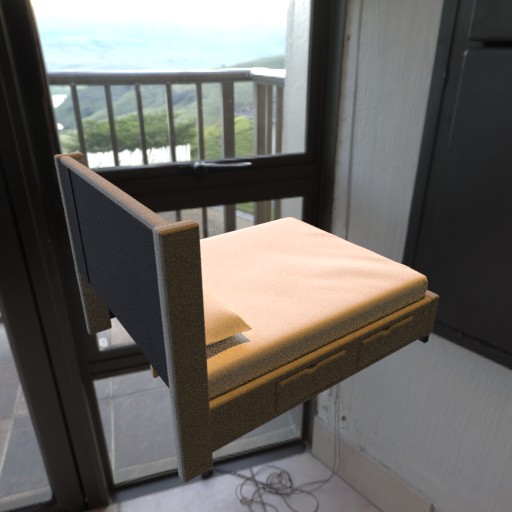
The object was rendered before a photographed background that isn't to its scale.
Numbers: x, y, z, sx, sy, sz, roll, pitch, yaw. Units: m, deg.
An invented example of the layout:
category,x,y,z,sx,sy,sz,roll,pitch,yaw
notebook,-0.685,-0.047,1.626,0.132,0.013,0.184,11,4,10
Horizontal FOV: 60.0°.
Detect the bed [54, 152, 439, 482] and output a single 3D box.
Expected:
category,x,y,z,sx,sy,sz,roll,pitch,yaw
bed,0.000,0.000,3.336,2.222,1.491,1.774,-17,30,-32
